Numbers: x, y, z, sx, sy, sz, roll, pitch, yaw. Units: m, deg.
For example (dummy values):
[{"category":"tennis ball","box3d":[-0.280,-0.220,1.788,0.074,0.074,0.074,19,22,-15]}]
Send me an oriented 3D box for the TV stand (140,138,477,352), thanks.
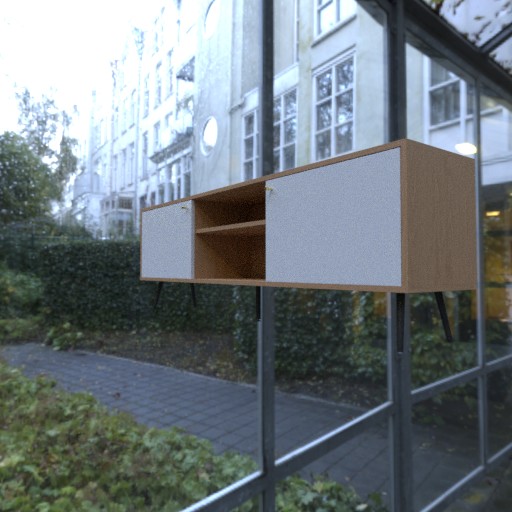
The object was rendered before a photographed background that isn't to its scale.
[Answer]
[{"category":"TV stand","box3d":[0.000,0.000,1.973,0.400,0.580,1.760,1,-2,-37]}]
